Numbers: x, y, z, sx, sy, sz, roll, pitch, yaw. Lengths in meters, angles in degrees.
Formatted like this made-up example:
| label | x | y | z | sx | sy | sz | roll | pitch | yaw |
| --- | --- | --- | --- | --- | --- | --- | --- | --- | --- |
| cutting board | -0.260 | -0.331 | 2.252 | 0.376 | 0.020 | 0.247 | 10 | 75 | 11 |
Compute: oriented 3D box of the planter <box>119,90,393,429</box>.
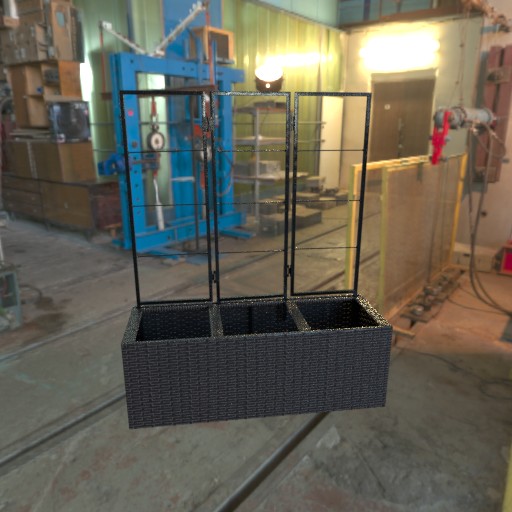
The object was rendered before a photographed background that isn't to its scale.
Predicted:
| label | x | y | z | sx | sy | sz | roll | pitch | yaw |
| --- | --- | --- | --- | --- | --- | --- | --- | --- | --- |
| planter | 0.000 | 0.000 | 1.187 | 0.699 | 0.841 | 0.244 | -2 | 17 | -8 |
